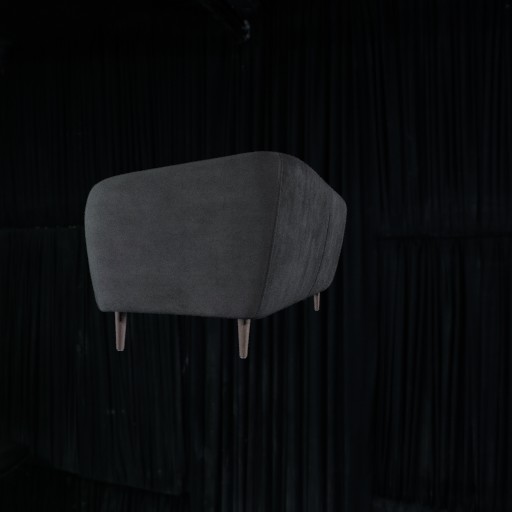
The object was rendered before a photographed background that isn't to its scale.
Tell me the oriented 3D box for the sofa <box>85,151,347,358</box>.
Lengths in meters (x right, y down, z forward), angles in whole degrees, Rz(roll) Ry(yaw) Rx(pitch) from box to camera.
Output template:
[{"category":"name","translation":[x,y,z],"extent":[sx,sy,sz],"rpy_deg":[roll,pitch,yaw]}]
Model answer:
[{"category":"sofa","translation":[0.000,0.000,2.815],"extent":[0.956,0.875,2.296],"rpy_deg":[0,0,18]}]
